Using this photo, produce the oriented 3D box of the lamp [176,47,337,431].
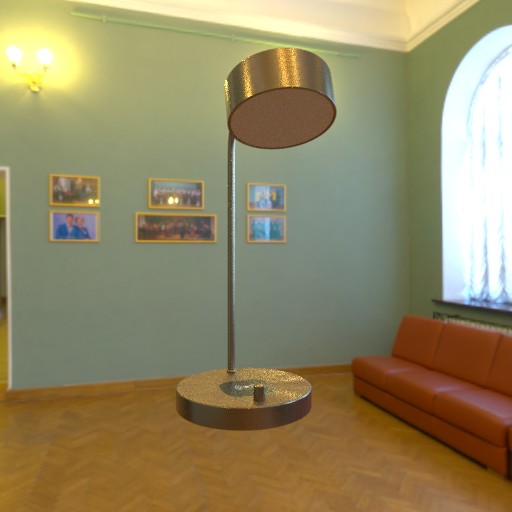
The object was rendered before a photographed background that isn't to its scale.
[{"bbox_3d":[0.000,0.000,0.518,0.171,0.380,0.270,0,0,-18],"label":"lamp"}]
